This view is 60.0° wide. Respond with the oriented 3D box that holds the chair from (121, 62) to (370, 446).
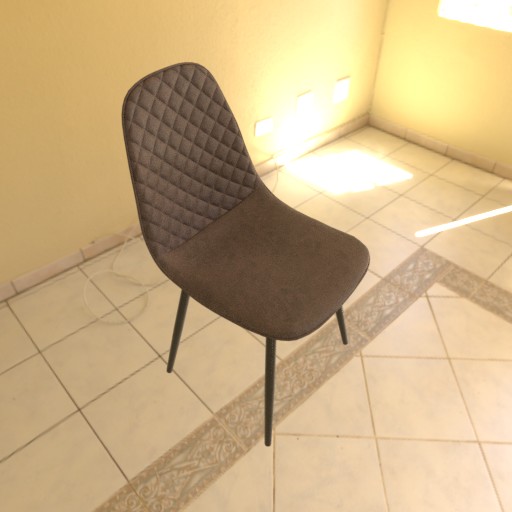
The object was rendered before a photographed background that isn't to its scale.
[{"bbox_3d":[0.000,0.000,1.212,0.561,0.889,0.472,27,48,27],"label":"chair"}]
